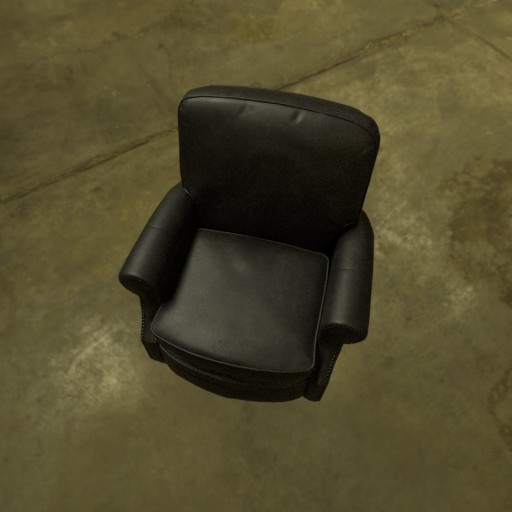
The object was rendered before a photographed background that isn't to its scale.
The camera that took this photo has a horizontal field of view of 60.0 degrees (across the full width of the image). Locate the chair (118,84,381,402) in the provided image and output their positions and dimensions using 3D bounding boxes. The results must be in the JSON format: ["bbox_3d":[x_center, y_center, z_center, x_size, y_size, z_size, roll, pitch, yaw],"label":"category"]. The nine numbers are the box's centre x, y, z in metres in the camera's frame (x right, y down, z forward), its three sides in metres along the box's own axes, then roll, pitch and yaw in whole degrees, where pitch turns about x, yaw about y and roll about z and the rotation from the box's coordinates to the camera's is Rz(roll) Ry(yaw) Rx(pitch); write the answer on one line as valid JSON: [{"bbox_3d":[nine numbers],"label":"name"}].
[{"bbox_3d":[0.000,0.000,1.796,0.936,1.018,0.986,12,59,7],"label":"chair"}]
